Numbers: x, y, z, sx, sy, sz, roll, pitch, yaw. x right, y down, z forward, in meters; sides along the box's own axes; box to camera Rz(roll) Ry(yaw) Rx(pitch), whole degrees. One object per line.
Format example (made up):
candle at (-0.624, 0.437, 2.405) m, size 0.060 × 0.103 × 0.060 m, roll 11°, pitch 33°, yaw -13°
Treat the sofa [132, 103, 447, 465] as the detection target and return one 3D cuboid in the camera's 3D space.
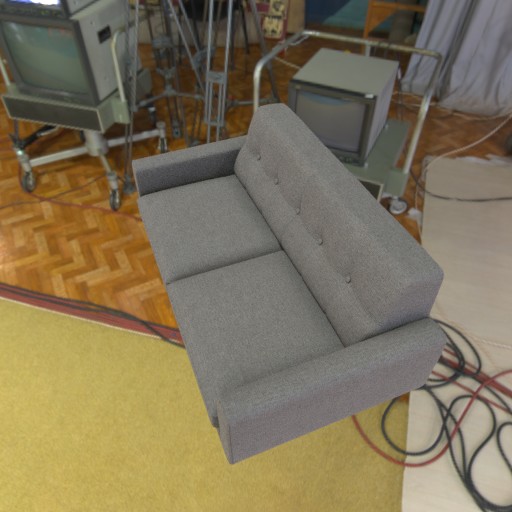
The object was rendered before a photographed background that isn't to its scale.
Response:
sofa at (0.000, 0.000, 2.162) m, size 0.909 × 0.841 × 1.631 m, roll -16°, pitch 48°, yaw -15°
